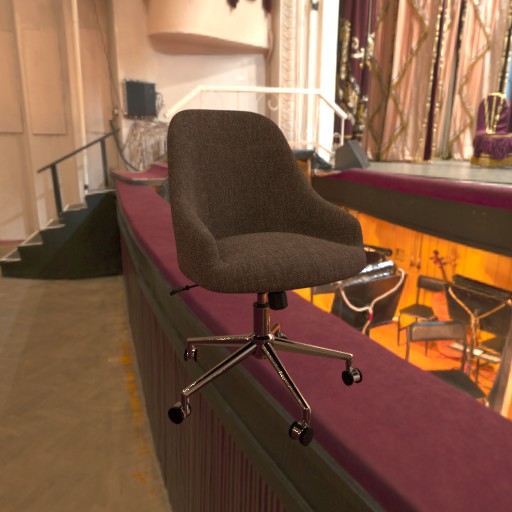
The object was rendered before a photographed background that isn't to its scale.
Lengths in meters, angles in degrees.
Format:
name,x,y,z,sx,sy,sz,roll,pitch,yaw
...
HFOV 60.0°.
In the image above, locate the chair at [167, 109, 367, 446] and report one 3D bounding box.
name,x,y,z,sx,sy,sz,roll,pitch,yaw
chair,0.000,0.000,1.449,0.671,0.950,0.712,-8,16,-27
